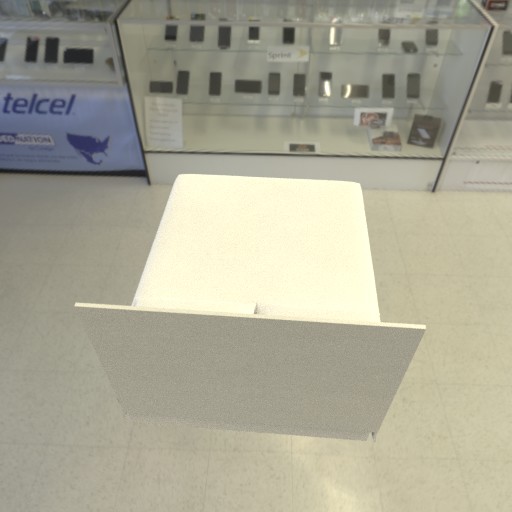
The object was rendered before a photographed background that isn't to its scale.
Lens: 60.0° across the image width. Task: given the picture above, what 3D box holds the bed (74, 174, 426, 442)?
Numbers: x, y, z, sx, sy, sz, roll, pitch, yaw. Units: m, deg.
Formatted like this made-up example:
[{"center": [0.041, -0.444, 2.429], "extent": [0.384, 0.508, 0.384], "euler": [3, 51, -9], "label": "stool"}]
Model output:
[{"center": [0.000, 0.000, 3.217], "extent": [1.745, 1.335, 2.094], "euler": [3, 46, 3], "label": "bed"}]
